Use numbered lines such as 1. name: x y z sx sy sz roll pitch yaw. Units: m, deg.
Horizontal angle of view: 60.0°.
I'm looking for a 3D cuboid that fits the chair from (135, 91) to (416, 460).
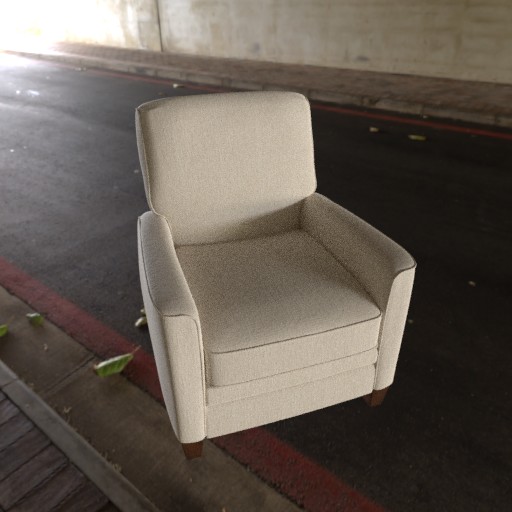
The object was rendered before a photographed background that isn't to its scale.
1. chair: 0.000 0.000 1.633 0.841 1.028 0.858 -10 31 -16
